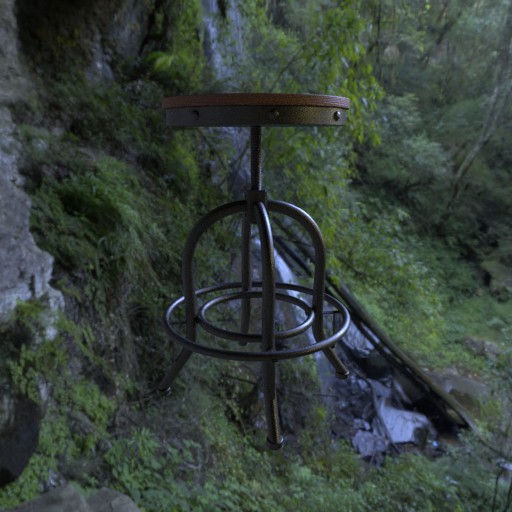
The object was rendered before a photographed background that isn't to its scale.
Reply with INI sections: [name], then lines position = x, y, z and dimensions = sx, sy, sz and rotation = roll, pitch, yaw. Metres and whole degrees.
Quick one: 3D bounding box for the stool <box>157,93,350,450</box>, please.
[stool]
position = 0.000, 0.000, 0.919
dimensions = 0.439, 0.609, 0.439
rotation = -3, 16, -9
